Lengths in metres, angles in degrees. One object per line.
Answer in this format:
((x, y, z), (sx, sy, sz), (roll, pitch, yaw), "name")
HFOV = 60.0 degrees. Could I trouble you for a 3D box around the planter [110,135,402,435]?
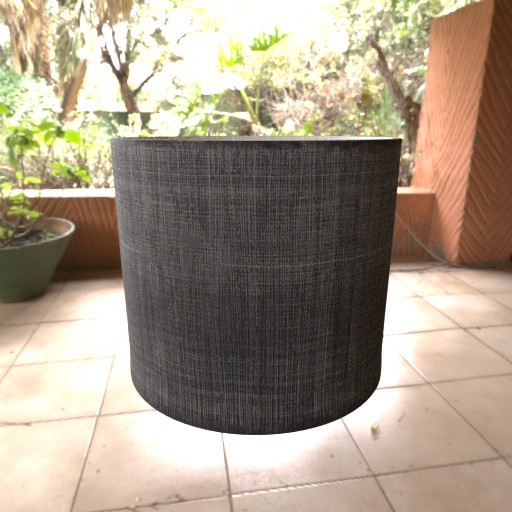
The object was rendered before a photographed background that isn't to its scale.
((0.000, 0.000, 0.304), (0.178, 0.157, 0.178), (0, 16, 0), "planter")
